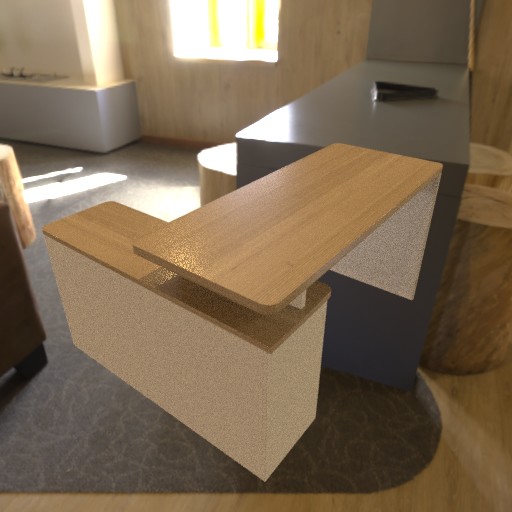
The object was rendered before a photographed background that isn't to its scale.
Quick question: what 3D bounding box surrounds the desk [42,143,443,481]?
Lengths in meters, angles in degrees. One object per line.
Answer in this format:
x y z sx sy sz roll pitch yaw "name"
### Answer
0.000 0.000 2.112 1.175 0.770 1.400 21 37 31 "desk"
